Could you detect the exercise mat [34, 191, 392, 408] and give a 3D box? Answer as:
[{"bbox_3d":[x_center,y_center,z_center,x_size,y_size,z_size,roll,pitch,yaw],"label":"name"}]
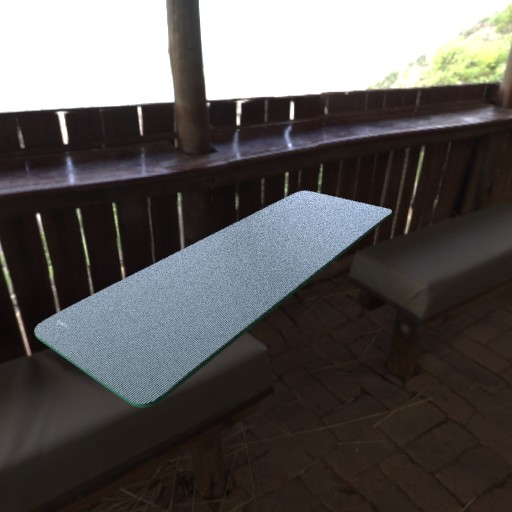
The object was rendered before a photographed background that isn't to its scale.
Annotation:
[{"bbox_3d":[0.000,0.000,2.053,0.616,0.021,1.869,19,33,32],"label":"exercise mat"}]
